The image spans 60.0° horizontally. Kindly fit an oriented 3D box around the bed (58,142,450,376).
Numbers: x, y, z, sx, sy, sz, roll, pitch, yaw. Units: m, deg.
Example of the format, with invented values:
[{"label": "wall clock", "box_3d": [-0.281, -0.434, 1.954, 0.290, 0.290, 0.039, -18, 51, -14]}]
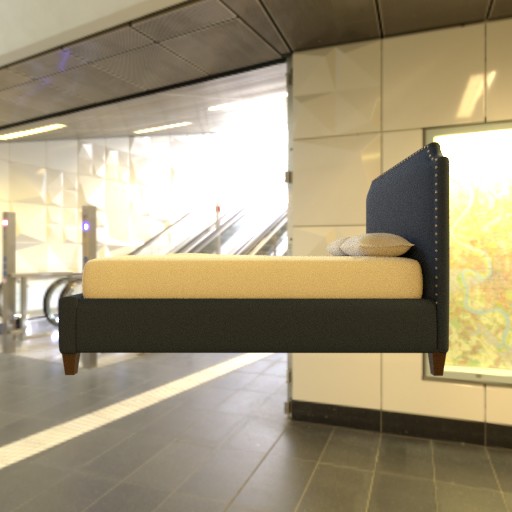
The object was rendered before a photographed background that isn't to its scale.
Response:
[{"label": "bed", "box_3d": [0.000, 0.000, 3.486, 2.372, 1.443, 1.712, 0, 0, 0]}]
